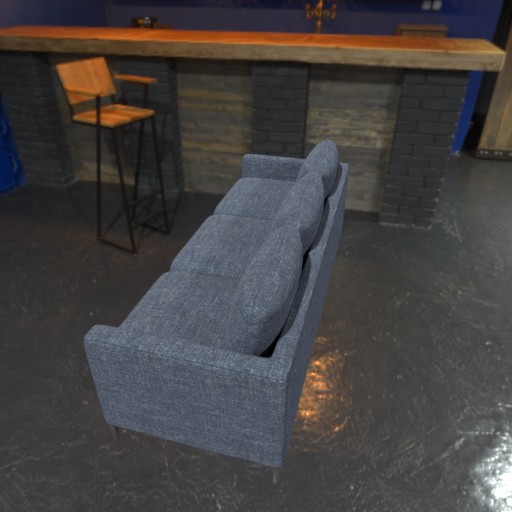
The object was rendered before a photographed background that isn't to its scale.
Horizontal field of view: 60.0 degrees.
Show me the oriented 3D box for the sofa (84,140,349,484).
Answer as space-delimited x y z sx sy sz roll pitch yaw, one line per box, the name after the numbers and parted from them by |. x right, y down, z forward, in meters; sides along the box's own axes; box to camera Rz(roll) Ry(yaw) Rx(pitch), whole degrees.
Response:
0.000 0.000 2.668 0.859 0.874 2.218 9 33 13 | sofa
